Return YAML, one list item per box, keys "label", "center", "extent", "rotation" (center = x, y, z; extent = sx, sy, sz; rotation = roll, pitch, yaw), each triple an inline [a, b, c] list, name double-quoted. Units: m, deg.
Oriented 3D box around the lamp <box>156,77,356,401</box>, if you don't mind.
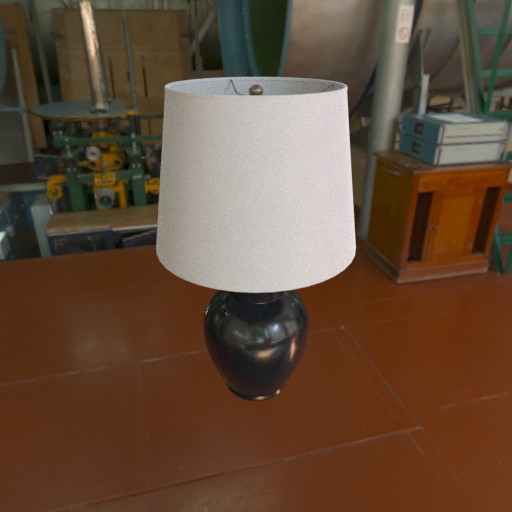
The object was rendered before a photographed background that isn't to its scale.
- label: "lamp"
  center: [0.000, 0.000, 0.551]
  extent: [0.239, 0.399, 0.239]
  rotation: [0, 27, 0]
